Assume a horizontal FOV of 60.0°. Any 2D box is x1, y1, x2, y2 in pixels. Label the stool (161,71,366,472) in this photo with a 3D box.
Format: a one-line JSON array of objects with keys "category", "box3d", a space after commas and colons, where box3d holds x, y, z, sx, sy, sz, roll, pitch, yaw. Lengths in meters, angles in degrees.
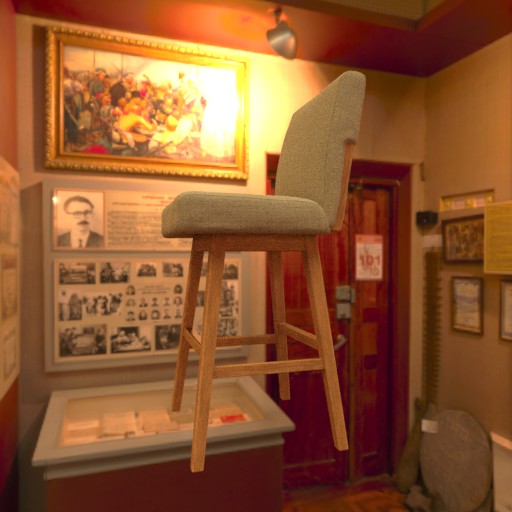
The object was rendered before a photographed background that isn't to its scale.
[{"category": "stool", "box3d": [0.000, 0.000, 1.432, 0.569, 1.106, 0.483, 0, 0, -17]}]
